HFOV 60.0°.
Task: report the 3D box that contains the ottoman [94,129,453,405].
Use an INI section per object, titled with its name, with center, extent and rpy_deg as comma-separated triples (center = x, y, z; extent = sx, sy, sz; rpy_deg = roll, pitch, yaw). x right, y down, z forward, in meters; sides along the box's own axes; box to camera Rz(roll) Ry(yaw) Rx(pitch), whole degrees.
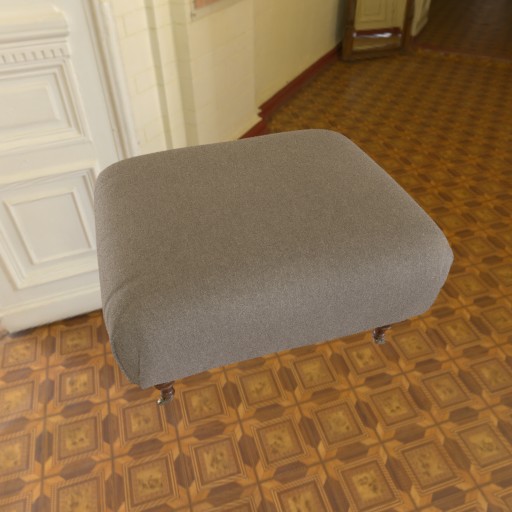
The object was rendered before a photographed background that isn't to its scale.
[ottoman]
center = 0.000, 0.000, 1.151
extent = 0.747, 0.450, 0.622
rpy_deg = -12, 43, -13
